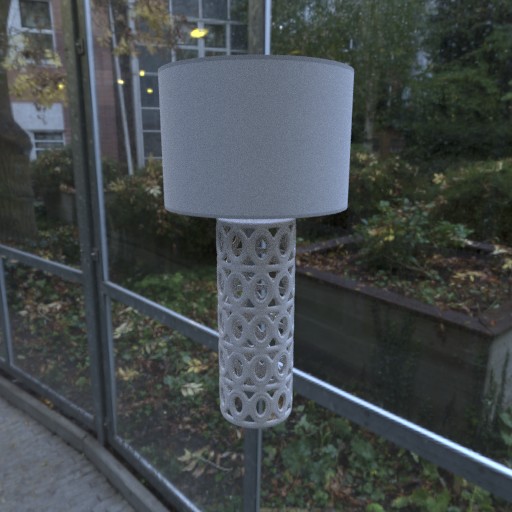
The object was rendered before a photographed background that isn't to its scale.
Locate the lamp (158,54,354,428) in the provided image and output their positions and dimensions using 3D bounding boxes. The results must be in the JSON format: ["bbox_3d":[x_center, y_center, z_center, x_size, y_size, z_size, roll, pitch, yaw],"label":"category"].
[{"bbox_3d":[0.000,0.000,0.828,0.325,0.636,0.324,-6,15,-25],"label":"lamp"}]
